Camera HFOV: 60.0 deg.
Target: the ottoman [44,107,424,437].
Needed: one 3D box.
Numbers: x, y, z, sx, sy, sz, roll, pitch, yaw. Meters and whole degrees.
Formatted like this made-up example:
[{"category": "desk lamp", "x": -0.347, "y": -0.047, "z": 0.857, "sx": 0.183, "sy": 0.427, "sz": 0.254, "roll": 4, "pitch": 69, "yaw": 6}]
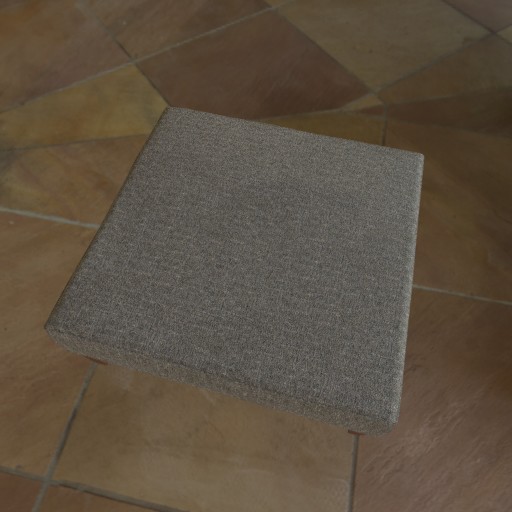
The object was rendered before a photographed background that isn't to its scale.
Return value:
[{"category": "ottoman", "x": 0.000, "y": 0.000, "z": 1.548, "sx": 1.016, "sy": 0.379, "sz": 0.981, "roll": 13, "pitch": 60, "yaw": 8}]
